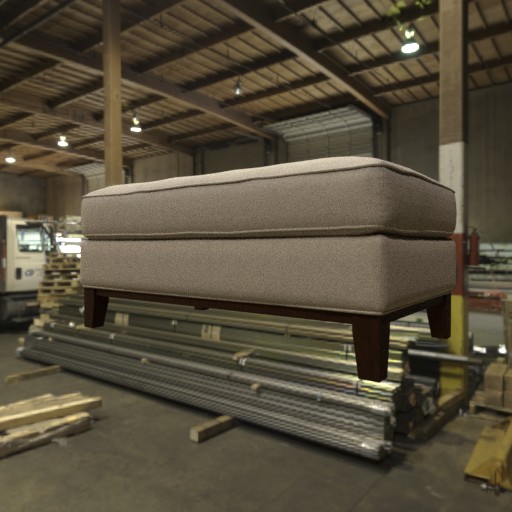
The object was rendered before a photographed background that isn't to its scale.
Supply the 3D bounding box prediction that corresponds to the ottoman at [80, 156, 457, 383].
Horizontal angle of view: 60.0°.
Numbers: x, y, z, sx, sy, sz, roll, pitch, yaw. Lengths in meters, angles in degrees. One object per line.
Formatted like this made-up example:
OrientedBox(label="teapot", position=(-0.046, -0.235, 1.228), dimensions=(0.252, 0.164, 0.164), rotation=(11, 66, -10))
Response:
OrientedBox(label="ottoman", position=(0.000, 0.000, 1.487), dimensions=(1.143, 0.508, 0.648), rotation=(1, 1, 37))
